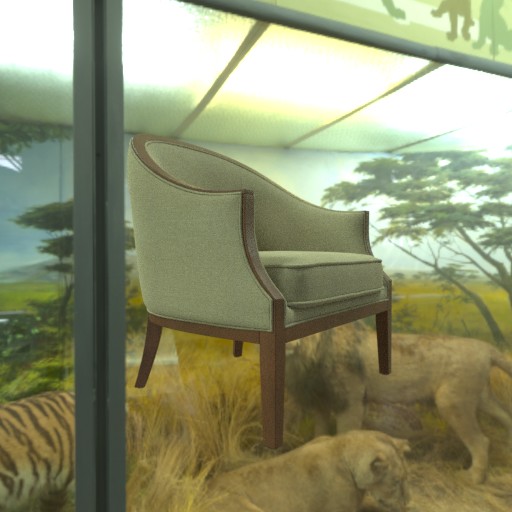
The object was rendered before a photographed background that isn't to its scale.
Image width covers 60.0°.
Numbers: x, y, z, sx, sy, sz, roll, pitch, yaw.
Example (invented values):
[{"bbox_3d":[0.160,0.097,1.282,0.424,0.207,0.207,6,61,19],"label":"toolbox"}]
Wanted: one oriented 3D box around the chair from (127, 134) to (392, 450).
[{"bbox_3d":[0.000,0.000,1.509,0.735,0.876,0.803,1,1,36],"label":"chair"}]
